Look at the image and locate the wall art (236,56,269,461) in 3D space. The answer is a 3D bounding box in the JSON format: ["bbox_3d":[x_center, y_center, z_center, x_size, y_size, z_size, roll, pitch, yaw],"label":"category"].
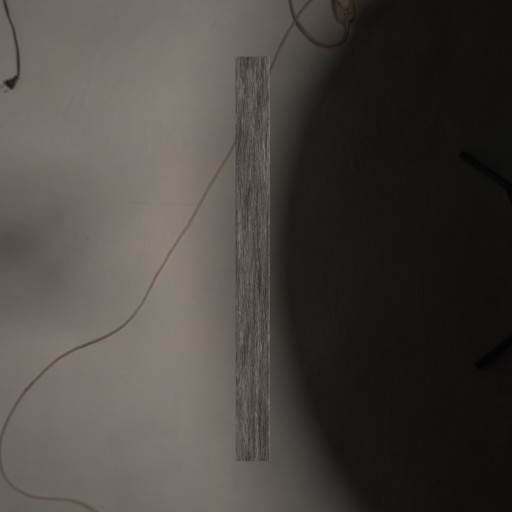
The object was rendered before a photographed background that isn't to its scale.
[{"bbox_3d":[0.000,0.000,1.342,0.063,1.016,0.762,0,91,1],"label":"wall art"}]
